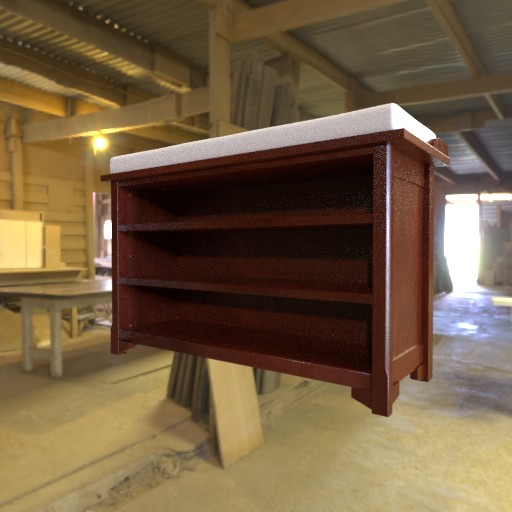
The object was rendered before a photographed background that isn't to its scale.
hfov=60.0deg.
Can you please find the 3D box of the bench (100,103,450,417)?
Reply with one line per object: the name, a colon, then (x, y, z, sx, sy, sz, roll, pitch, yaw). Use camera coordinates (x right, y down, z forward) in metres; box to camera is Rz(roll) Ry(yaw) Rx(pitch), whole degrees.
bench: (0.000, 0.000, 1.310, 0.987, 0.646, 0.369, 1, 2, 36)
